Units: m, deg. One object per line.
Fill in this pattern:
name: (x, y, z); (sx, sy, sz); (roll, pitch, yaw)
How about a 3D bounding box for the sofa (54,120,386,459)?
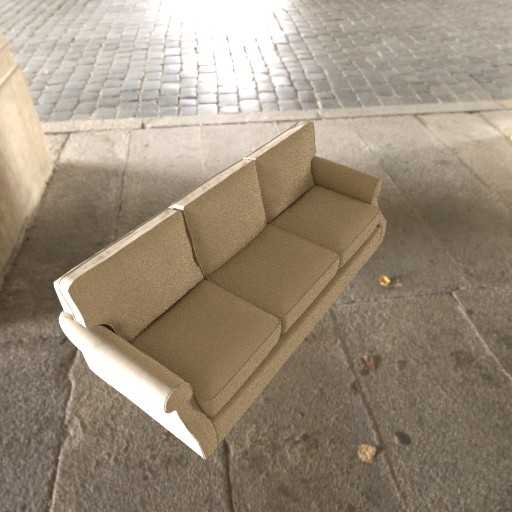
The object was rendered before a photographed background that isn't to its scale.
sofa: (0.000, 0.000, 2.874); (0.966, 0.948, 2.354); (25, 47, 26)
